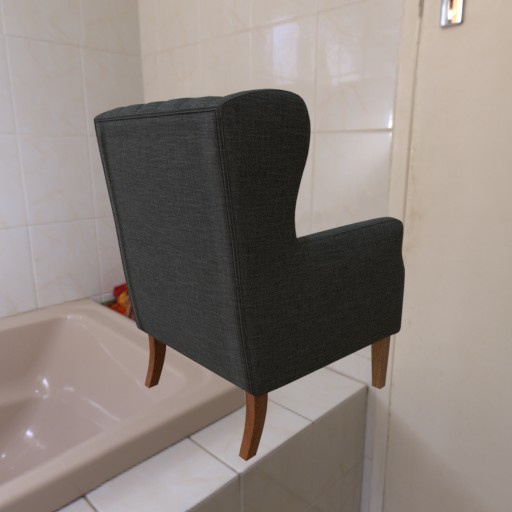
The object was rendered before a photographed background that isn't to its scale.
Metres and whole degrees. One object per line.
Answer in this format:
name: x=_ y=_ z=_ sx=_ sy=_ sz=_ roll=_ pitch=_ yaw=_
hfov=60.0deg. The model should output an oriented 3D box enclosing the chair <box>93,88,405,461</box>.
chair: x=0.000 y=0.000 z=1.466 sx=0.775 sy=0.953 sz=0.711 roll=-13 pitch=19 yaw=-42
